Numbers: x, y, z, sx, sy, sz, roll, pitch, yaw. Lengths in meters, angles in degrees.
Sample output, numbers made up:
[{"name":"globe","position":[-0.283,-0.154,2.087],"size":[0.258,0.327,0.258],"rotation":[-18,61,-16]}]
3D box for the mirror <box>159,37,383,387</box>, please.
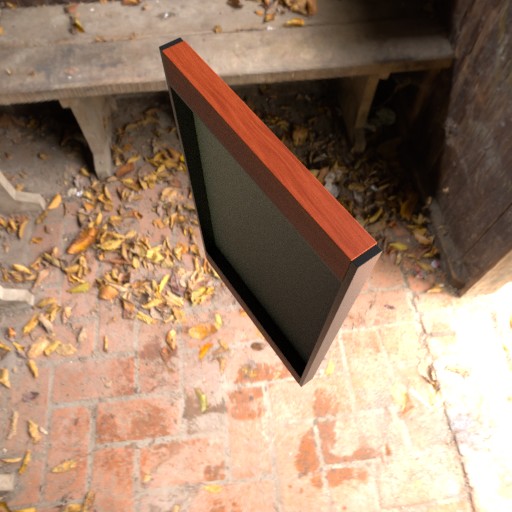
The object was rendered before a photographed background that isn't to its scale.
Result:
[{"name":"mirror","position":[0.000,0.000,1.049],"size":[0.047,0.823,0.525],"rotation":[-32,67,-15]}]
